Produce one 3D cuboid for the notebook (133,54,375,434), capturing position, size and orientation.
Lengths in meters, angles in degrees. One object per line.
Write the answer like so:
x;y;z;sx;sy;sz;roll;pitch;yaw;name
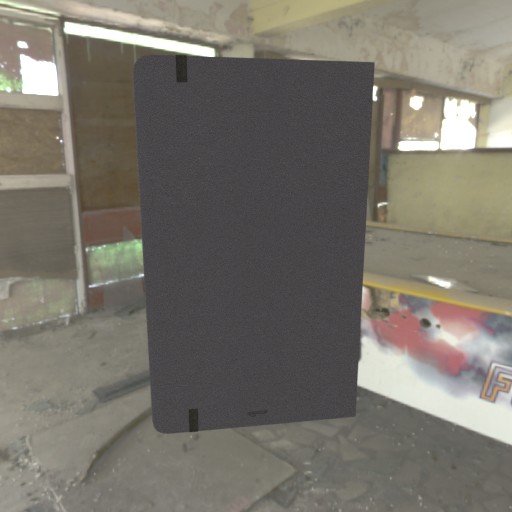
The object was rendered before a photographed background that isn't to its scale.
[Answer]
0.000;0.000;0.259;0.127;0.213;0.016;-2;13;-9;notebook
